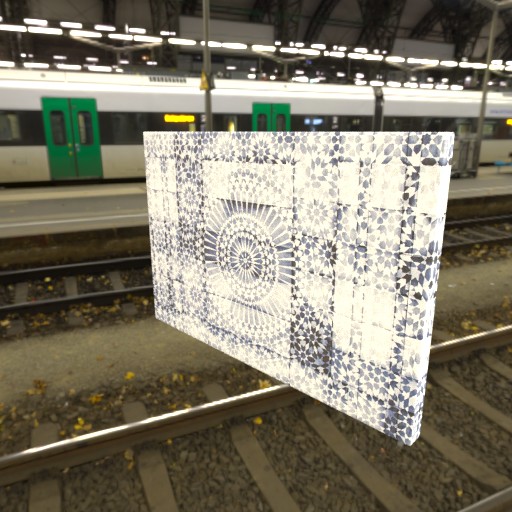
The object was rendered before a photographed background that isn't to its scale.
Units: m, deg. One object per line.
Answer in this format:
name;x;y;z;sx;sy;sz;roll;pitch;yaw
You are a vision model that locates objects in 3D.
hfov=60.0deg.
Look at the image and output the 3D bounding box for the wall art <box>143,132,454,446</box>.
wall art;0.000;0.000;0.753;0.608;0.406;0.030;15;21;42
